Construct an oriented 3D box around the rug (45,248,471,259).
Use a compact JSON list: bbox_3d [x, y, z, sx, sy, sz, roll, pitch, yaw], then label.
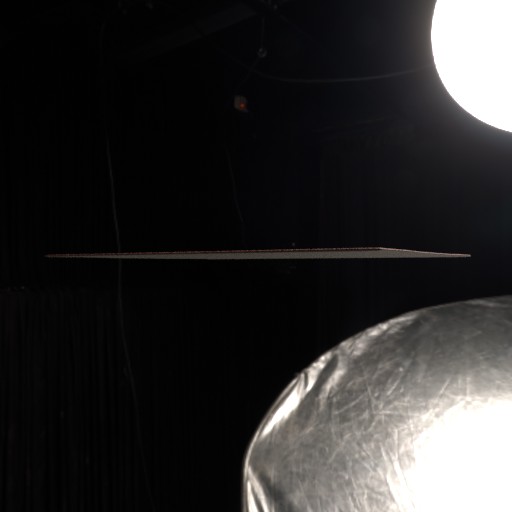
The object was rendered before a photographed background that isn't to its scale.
[{"bbox_3d":[0.000,0.000,5.036,3.965,0.025,2.803,-1,-1,36],"label":"rug"}]
